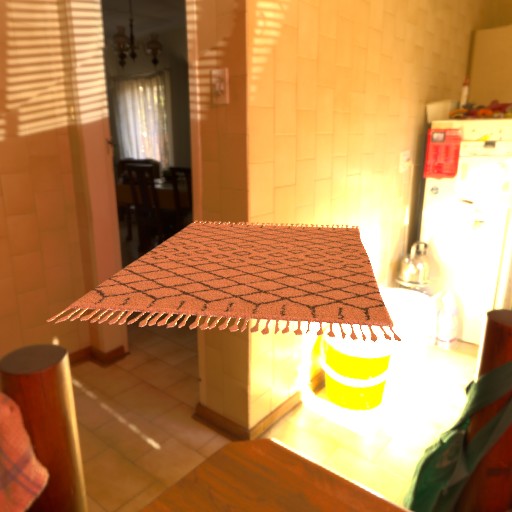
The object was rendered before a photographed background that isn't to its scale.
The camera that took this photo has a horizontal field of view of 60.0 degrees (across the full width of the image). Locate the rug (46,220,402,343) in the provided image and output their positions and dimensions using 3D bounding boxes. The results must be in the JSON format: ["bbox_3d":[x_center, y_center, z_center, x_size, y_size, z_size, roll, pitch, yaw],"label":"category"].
[{"bbox_3d":[0.000,0.000,3.245,1.664,0.029,2.615,2,16,8],"label":"rug"}]
